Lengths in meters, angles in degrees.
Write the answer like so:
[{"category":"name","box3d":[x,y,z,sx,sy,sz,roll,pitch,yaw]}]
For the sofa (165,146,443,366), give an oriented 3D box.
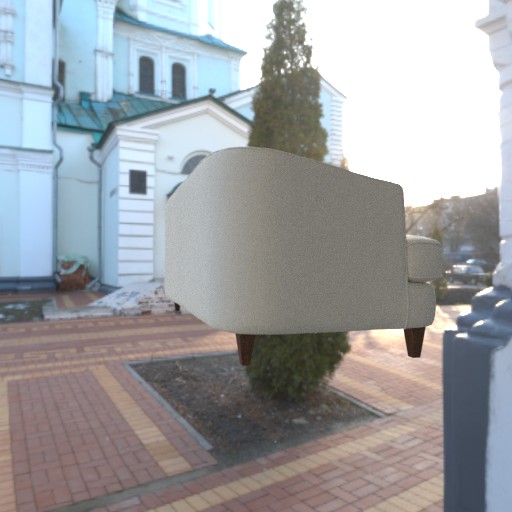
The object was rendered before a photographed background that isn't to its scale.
[{"category":"sofa","box3d":[0.000,0.000,2.734,0.941,0.855,2.278,0,-1,-18]}]
